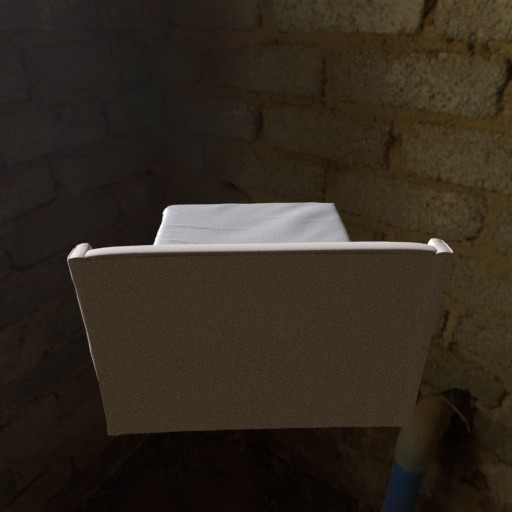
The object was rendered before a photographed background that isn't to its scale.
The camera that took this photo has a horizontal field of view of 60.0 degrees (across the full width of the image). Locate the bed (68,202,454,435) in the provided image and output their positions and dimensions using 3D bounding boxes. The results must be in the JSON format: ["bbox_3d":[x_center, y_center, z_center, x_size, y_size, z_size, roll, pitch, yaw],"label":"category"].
[{"bbox_3d":[0.000,0.000,3.453,1.925,1.332,2.276,-1,30,-1],"label":"bed"}]
